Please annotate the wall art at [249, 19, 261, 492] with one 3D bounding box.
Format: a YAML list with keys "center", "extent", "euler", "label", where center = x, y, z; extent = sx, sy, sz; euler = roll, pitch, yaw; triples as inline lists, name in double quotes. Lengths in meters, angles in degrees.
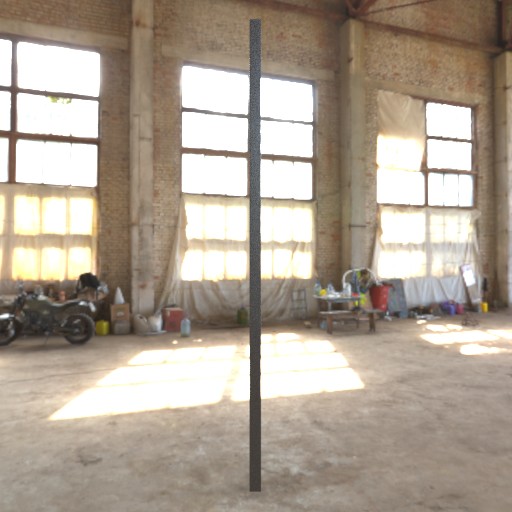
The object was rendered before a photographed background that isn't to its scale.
- center: [0.000, 0.000, 0.683]
  extent: [0.013, 0.529, 0.376]
  euler: [0, -1, 0]
  label: "wall art"
